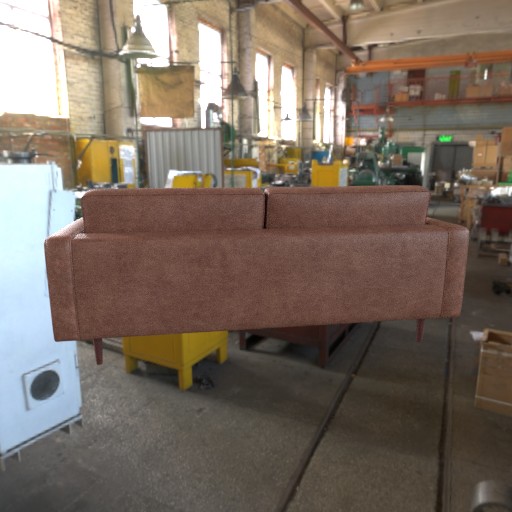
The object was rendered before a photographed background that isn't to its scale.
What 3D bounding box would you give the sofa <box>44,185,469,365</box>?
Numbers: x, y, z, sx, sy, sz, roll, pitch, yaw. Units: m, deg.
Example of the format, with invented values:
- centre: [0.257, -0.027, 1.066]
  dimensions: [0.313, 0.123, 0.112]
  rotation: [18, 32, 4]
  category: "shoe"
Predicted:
- centre: [0.000, 0.000, 2.358]
  dimensions: [1.870, 0.760, 0.910]
  rotation: [-2, 13, -9]
  category: "sofa"
